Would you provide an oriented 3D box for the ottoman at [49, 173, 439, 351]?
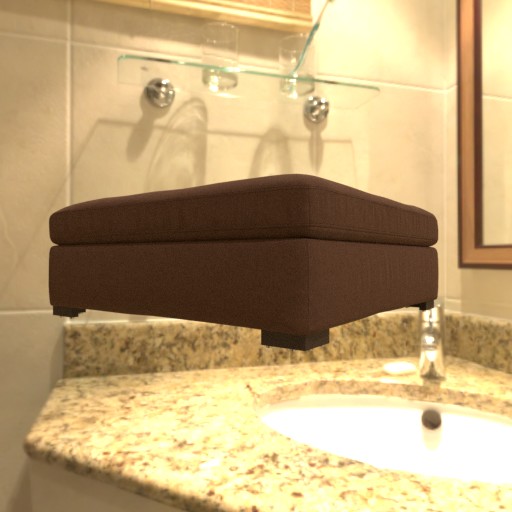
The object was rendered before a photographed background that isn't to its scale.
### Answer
[{"bbox_3d":[0.000,0.000,1.837,1.181,0.470,1.181,0,0,36],"label":"ottoman"}]
